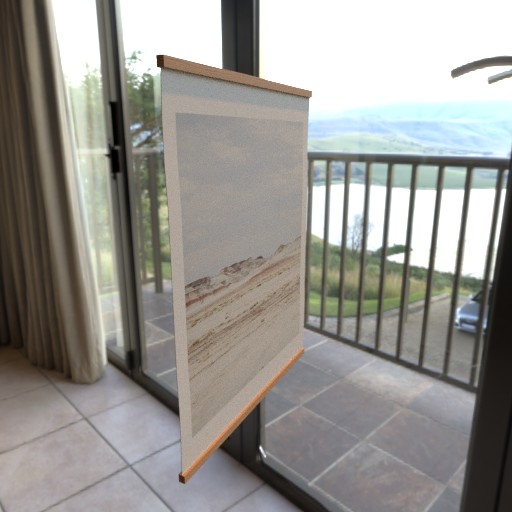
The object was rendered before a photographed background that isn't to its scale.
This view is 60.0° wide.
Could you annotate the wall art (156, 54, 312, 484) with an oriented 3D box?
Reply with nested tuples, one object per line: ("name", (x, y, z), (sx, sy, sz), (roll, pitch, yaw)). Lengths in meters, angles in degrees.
("wall art", (0.000, 0.000, 0.675), (0.010, 0.507, 0.404), (8, 17, 27))
